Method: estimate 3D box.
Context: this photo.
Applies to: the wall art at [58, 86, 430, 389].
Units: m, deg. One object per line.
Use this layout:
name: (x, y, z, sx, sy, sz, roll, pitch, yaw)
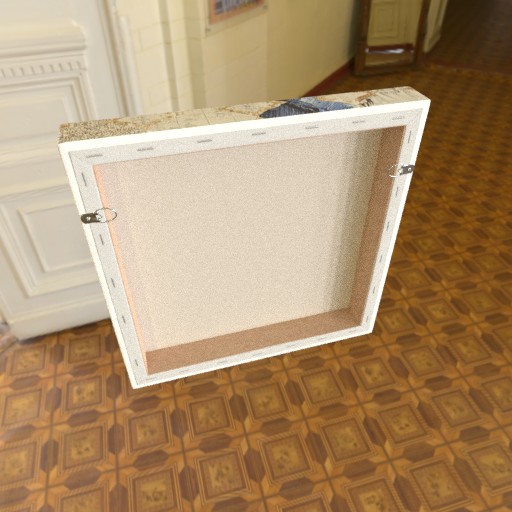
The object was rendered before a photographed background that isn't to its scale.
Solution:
wall art: (0.000, 0.000, 0.454, 0.303, 0.304, 0.036, -11, 41, -12)
